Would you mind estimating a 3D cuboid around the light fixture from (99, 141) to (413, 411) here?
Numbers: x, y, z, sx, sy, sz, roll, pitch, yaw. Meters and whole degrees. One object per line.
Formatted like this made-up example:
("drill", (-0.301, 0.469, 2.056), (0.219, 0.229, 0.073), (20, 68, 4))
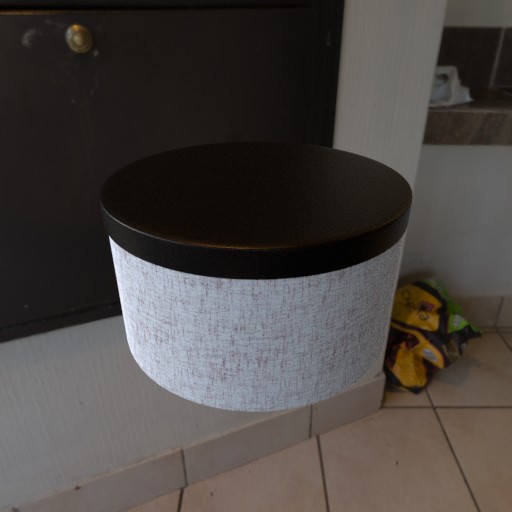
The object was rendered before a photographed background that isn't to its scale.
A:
("light fixture", (0.000, 0.000, 0.630), (0.389, 0.229, 0.389), (0, 29, 0))
